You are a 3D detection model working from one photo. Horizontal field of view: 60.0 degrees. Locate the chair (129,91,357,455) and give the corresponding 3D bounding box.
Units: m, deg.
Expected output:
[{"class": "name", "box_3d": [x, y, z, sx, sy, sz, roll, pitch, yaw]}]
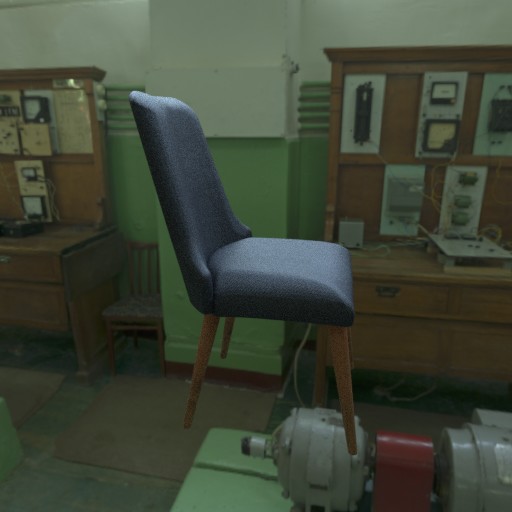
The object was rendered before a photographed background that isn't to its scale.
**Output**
[{"class": "chair", "box_3d": [0.000, 0.000, 1.185, 0.567, 0.820, 0.504, 3, 16, 10]}]
